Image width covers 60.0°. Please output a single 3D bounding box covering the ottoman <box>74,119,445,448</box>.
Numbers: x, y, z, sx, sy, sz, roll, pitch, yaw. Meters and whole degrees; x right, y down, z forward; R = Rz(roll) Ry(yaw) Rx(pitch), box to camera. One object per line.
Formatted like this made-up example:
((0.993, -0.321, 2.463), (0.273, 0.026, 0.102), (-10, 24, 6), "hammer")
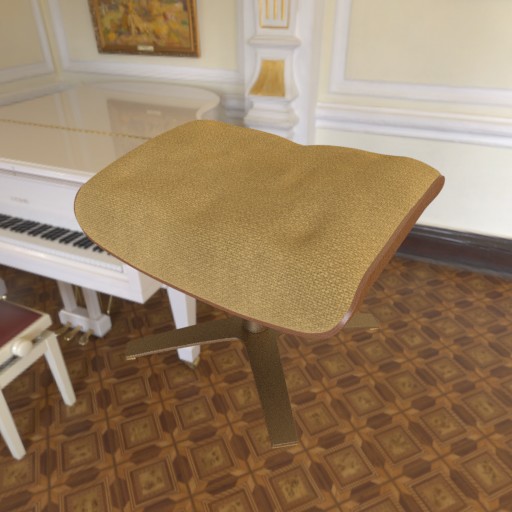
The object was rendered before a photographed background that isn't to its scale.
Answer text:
((0.000, 0.000, 0.811), (0.520, 0.391, 0.394), (20, 36, 29), "ottoman")
